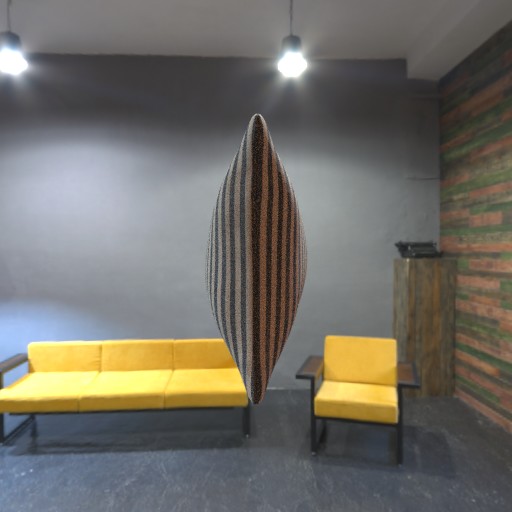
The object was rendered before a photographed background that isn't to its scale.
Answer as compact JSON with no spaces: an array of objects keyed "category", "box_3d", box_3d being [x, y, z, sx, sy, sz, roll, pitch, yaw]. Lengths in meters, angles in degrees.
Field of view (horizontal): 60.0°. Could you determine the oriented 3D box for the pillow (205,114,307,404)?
[{"category":"pillow","box_3d":[0.000,0.000,0.749,0.151,0.295,0.617,0,1,-1]}]
